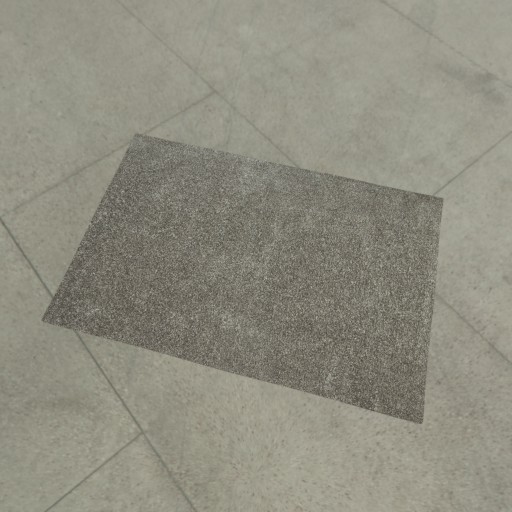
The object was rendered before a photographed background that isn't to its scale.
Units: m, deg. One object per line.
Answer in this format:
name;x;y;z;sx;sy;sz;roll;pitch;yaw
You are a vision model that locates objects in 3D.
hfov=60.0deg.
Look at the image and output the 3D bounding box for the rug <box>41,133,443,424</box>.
rug;0.000;0.000;3.403;2.699;0.026;1.802;13;64;7
